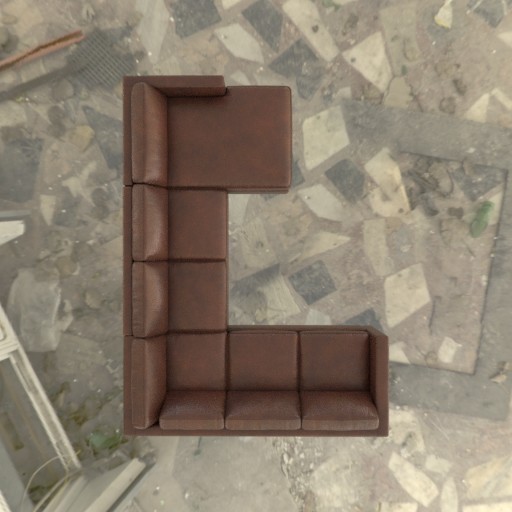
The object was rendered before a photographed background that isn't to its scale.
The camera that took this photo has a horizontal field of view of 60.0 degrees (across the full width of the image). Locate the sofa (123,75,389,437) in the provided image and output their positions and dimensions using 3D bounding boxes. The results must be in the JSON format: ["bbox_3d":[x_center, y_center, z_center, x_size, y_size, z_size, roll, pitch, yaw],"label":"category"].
[{"bbox_3d":[0.000,0.000,4.355,2.452,0.891,3.324,0,90,1],"label":"sofa"}]
